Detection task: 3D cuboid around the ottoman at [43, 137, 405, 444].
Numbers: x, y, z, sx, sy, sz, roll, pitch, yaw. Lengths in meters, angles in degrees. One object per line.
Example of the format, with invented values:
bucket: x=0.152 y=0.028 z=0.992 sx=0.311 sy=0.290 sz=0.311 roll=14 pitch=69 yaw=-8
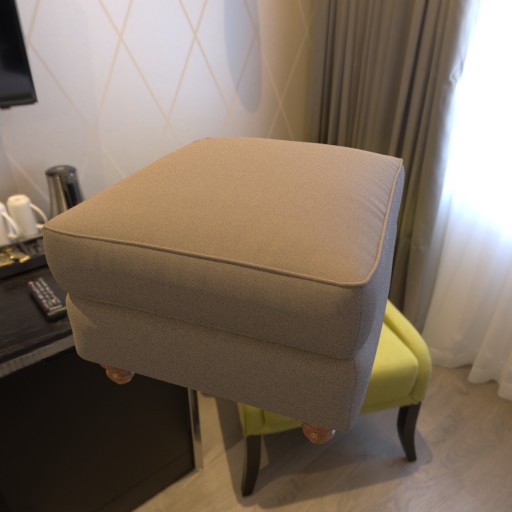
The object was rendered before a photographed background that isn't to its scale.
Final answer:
ottoman: x=0.000 y=0.000 z=1.120 sx=0.662 sy=0.505 sz=0.721 roll=10 pitch=31 yaw=18
